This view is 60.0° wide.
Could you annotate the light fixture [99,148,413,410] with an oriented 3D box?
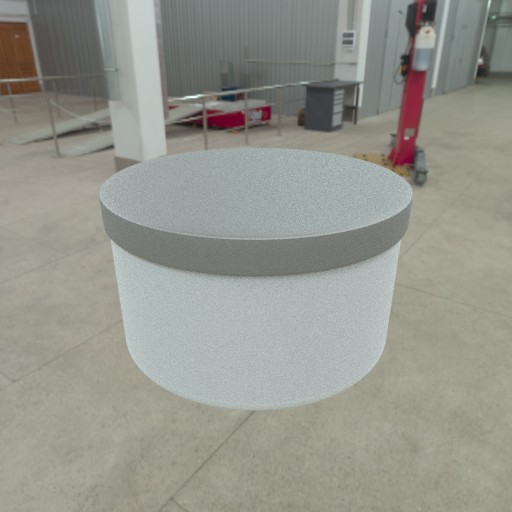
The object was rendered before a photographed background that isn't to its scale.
[{"bbox_3d":[0.000,0.000,0.630,0.393,0.229,0.393,0,25,0],"label":"light fixture"}]
